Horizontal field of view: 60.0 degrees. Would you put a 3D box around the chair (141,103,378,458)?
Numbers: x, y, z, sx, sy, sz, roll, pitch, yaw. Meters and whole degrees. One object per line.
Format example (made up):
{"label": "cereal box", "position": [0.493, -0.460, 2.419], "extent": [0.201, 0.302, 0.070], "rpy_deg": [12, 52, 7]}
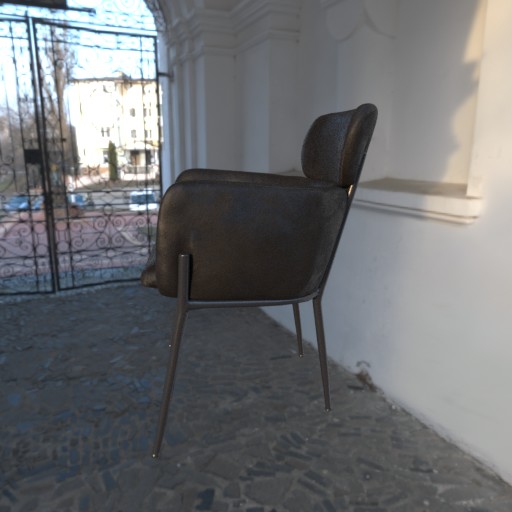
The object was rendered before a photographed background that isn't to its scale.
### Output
{"label": "chair", "position": [0.000, 0.000, 1.282], "extent": [0.604, 0.818, 0.640], "rpy_deg": [-2, 14, -7]}
